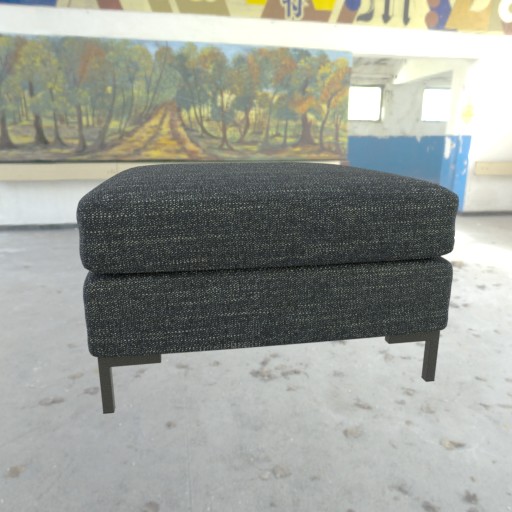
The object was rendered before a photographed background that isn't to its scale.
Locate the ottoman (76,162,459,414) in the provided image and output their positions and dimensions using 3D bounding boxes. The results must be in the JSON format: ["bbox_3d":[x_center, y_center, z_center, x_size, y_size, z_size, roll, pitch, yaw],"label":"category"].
[{"bbox_3d":[0.000,0.000,1.227,0.814,0.491,0.667,-3,15,-9],"label":"ottoman"}]
